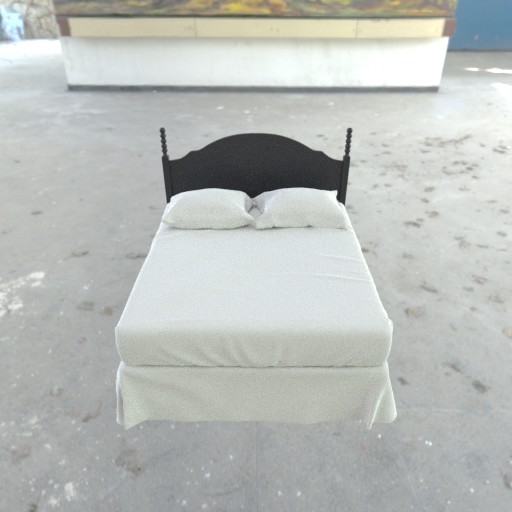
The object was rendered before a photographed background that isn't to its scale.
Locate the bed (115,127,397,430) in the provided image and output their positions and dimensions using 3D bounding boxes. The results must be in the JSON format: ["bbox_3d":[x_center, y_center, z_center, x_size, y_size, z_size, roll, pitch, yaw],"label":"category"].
[{"bbox_3d":[0.000,0.000,3.281,1.873,1.356,2.040,0,31,0],"label":"bed"}]
